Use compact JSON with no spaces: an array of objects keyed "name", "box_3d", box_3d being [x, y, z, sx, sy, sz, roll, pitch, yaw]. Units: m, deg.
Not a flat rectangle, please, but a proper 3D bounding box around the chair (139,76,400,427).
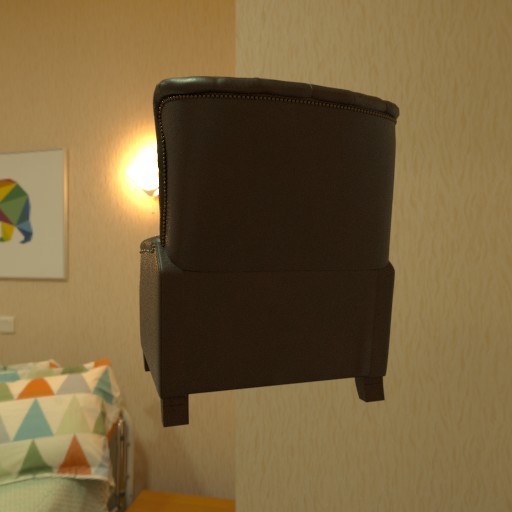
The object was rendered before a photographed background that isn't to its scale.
[{"name":"chair","box_3d":[0.000,0.000,1.455,0.709,0.864,0.823,0,0,-19]}]
